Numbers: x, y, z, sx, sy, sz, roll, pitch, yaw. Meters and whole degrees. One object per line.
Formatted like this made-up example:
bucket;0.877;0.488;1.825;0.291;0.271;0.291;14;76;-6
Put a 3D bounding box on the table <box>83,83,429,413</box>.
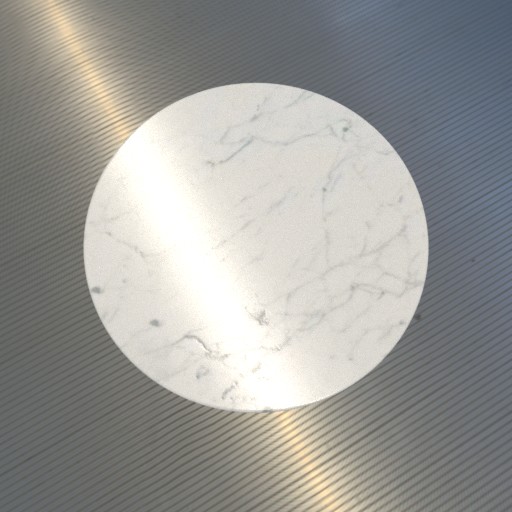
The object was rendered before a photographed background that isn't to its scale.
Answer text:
table;0.000;0.000;1.246;0.800;0.450;0.800;0;75;0
